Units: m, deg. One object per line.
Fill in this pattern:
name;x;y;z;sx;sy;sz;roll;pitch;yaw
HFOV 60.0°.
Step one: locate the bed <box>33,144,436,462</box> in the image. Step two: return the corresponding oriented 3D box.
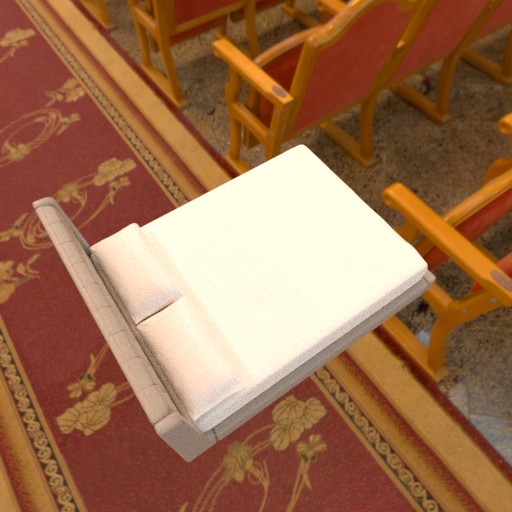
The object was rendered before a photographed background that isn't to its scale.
bed;0.000;0.000;3.186;2.232;1.147;1.656;-31;63;-17
